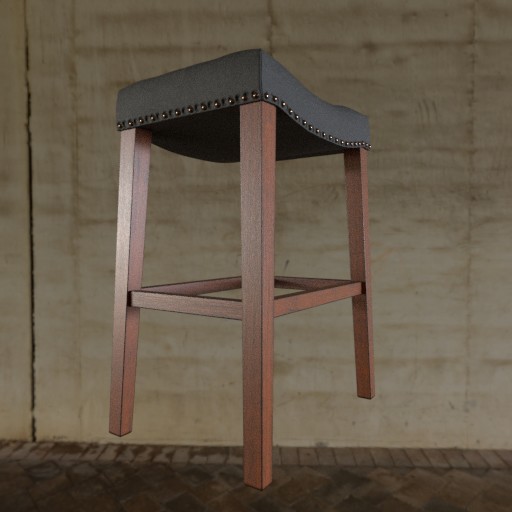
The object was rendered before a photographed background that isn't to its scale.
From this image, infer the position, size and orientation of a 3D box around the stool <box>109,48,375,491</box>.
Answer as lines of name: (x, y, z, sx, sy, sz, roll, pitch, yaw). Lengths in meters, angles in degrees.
stool: (0.000, 0.000, 0.851, 0.320, 0.612, 0.439, 1, 2, 34)
